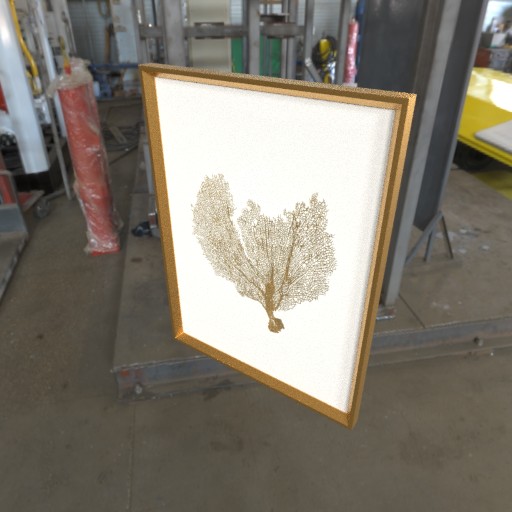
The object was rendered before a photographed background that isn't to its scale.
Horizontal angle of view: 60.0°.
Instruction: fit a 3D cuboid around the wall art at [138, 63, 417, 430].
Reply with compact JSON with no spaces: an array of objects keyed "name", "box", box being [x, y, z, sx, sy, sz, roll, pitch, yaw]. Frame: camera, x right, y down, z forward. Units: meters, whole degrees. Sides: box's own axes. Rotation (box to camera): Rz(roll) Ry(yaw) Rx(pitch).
[{"name":"wall art","box":[0.000,0.000,1.070,0.610,0.812,0.038,19,36,28]}]
